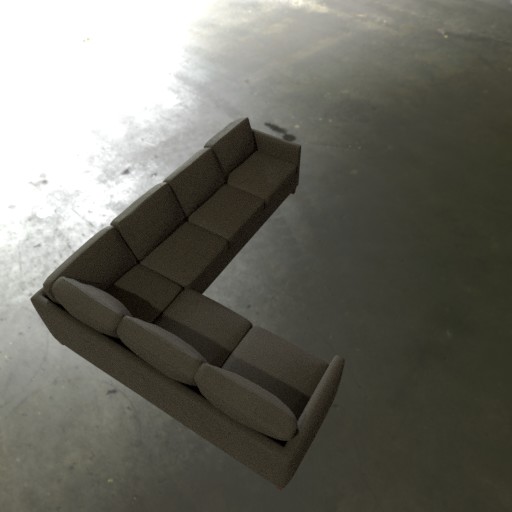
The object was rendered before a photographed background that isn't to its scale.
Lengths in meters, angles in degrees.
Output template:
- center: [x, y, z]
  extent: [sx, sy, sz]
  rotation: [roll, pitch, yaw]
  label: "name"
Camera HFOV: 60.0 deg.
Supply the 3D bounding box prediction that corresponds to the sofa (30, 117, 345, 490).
- center: [0.000, 0.000, 4.437]
  extent: [2.593, 0.947, 3.302]
  rotation: [25, 53, 21]
  label: "sofa"
